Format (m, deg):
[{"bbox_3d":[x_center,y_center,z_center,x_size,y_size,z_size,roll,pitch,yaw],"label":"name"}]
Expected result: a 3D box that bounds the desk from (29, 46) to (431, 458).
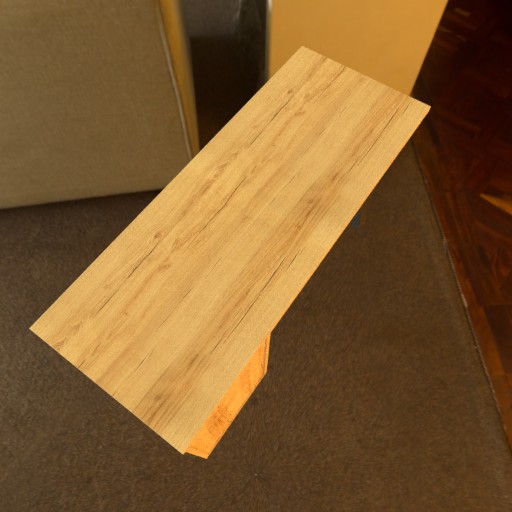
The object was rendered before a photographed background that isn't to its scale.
[{"bbox_3d":[0.000,0.000,1.753,0.550,0.760,1.400,32,68,15],"label":"desk"}]
